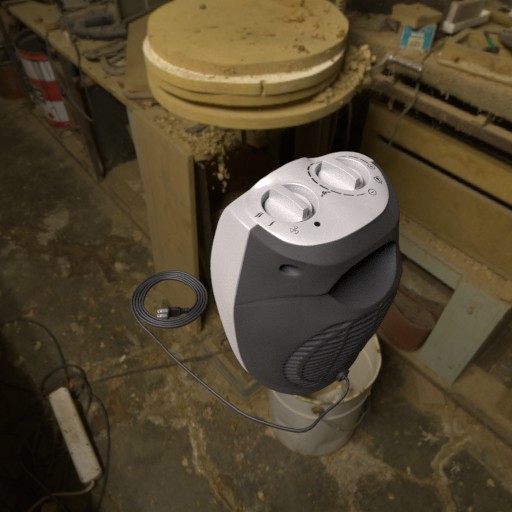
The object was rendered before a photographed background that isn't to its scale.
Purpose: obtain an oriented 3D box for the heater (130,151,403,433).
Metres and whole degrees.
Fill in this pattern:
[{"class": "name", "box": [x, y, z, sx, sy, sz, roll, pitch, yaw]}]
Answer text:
[{"class": "heater", "box": [0.000, 0.000, 0.476, 0.239, 0.240, 0.291, -31, 54, -25]}]
